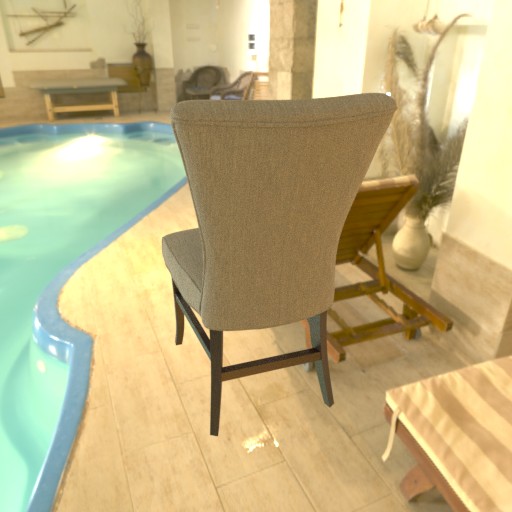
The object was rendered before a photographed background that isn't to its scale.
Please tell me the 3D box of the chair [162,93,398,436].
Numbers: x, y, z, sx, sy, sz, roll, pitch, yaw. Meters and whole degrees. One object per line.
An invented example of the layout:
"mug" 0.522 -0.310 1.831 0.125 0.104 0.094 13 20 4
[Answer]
"chair" 0.000 0.000 1.376 0.520 0.991 0.660 -8 28 -16
